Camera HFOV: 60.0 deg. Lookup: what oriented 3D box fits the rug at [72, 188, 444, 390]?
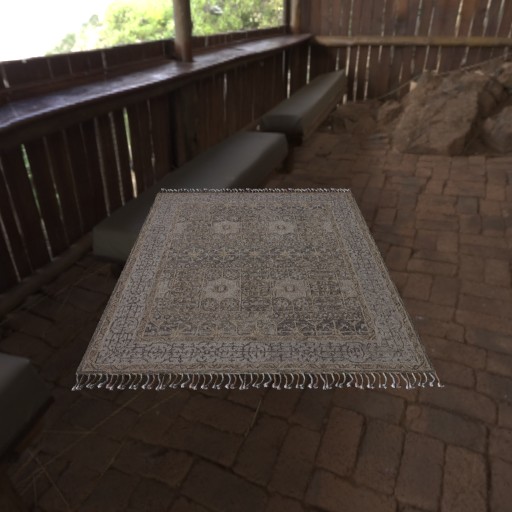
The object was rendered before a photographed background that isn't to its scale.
[{"bbox_3d":[0.000,0.000,4.263,2.431,0.017,3.291,0,32,0],"label":"rug"}]
